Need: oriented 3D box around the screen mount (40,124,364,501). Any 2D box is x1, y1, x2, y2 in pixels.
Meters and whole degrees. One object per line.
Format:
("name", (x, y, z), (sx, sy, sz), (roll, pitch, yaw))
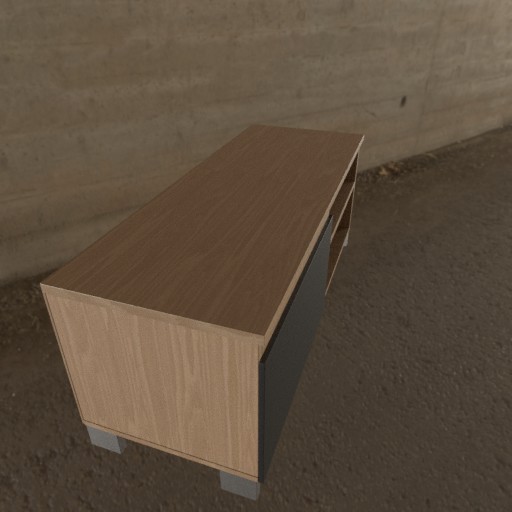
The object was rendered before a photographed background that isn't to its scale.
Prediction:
("screen mount", (0.000, 0.000, 1.246), (0.406, 0.432, 1.084), (10, 33, 16))
